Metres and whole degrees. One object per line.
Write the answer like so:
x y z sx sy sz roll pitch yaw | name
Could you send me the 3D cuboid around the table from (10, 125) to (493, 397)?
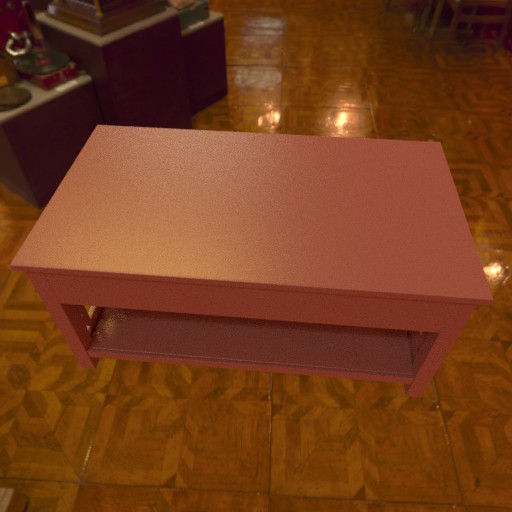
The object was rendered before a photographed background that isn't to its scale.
0.000 0.000 1.360 1.068 0.493 0.612 4 47 4 | table
